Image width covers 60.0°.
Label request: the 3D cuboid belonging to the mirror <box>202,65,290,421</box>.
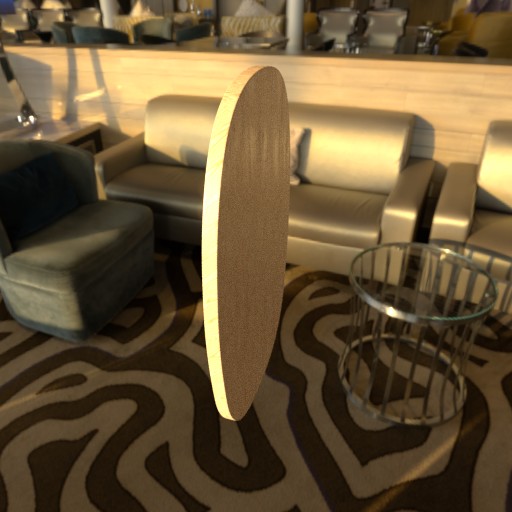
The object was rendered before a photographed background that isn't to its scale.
[{"bbox_3d":[0.000,0.000,1.363,0.037,1.075,0.724,9,31,15],"label":"mirror"}]
